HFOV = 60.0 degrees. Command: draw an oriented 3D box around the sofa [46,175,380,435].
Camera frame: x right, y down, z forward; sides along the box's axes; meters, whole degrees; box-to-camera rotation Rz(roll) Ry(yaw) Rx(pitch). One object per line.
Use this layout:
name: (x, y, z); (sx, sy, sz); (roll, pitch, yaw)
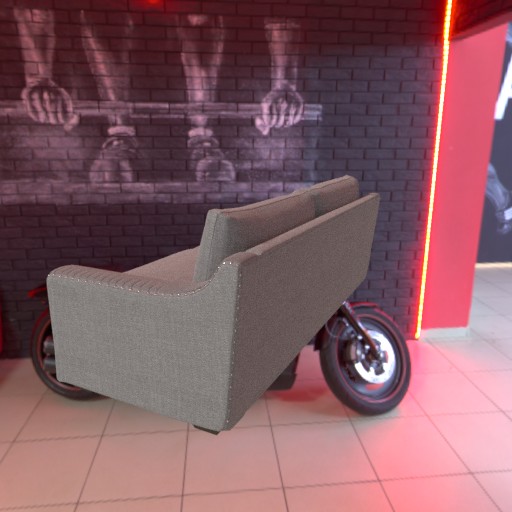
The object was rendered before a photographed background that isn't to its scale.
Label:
sofa: (0.000, 0.000, 2.675); (1.000, 0.857, 2.208); (7, 16, 26)
